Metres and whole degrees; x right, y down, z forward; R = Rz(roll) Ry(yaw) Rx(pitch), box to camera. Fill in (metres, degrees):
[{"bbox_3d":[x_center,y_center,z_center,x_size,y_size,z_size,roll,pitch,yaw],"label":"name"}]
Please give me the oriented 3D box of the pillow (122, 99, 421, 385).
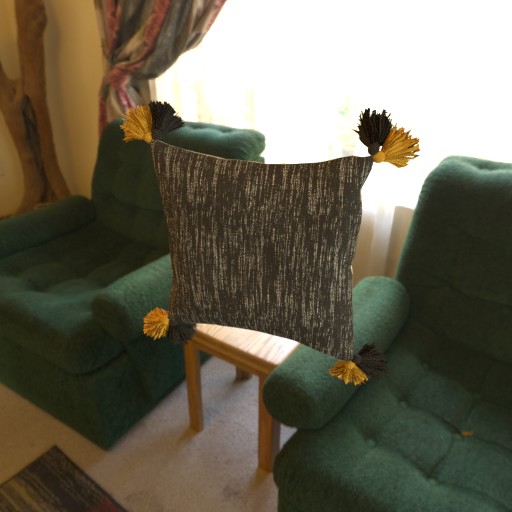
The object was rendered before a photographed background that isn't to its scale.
[{"bbox_3d":[0.000,0.000,0.998,0.654,0.659,0.139,9,28,16],"label":"pillow"}]
